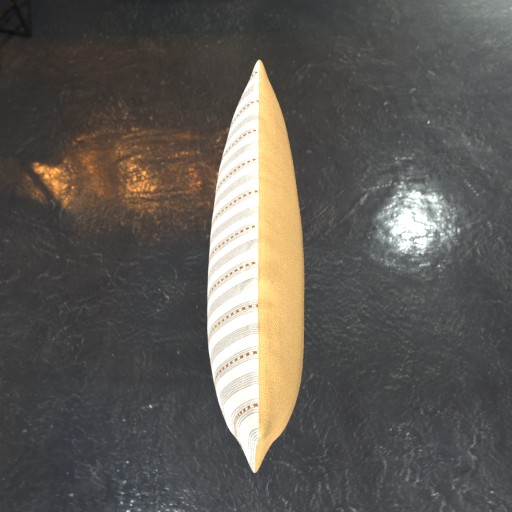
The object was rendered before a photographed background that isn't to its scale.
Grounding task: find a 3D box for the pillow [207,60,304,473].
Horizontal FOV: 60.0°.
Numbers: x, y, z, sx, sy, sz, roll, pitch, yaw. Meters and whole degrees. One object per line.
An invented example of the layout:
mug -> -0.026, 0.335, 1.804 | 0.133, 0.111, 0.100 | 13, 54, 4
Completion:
pillow -> 0.000, 0.000, 0.720 | 0.151, 0.291, 0.608 | 0, 58, 0
